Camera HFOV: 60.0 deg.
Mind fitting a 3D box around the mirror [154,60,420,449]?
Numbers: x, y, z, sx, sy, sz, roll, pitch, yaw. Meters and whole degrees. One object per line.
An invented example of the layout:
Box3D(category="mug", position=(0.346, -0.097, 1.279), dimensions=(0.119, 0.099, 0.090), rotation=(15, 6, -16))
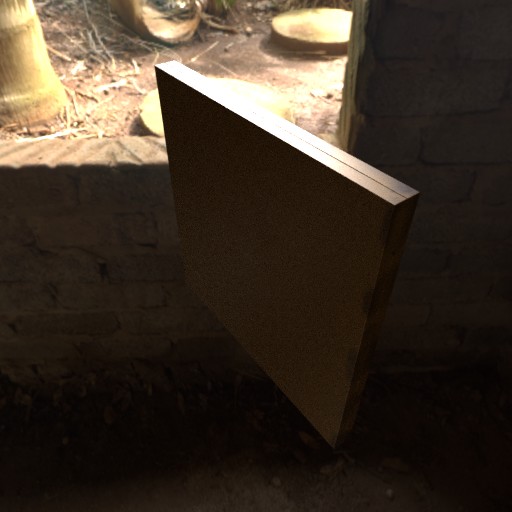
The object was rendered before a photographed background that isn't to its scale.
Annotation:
Box3D(category="mirror", position=(0.000, 0.000, 0.758), dimensions=(0.042, 0.507, 0.509), rotation=(-26, 48, -27))
